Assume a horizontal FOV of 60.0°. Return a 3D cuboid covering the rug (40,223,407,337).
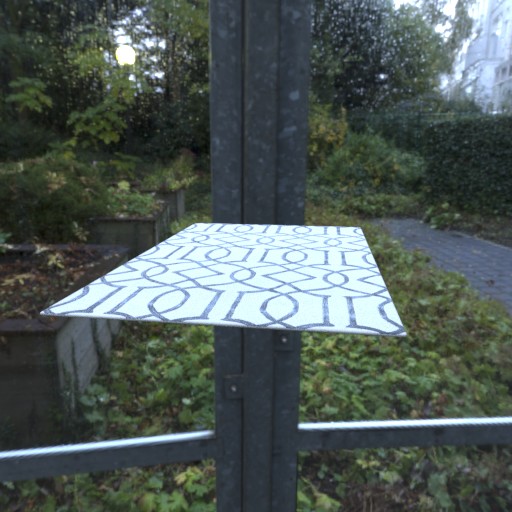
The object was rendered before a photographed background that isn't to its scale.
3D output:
[{"bbox_3d":[0.000,0.000,2.922,1.521,0.017,2.365,2,14,8],"label":"rug"}]
